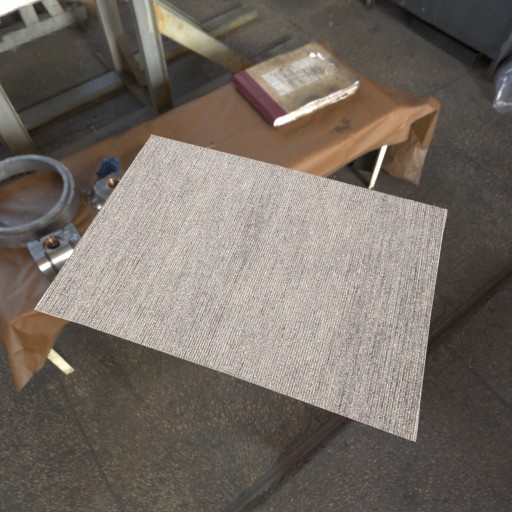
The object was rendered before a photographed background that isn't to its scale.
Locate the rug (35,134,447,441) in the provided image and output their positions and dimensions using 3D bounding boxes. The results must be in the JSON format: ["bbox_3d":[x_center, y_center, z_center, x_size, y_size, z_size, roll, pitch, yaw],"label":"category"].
[{"bbox_3d":[0.000,0.000,2.894,2.307,0.030,1.604,16,60,10],"label":"rug"}]
